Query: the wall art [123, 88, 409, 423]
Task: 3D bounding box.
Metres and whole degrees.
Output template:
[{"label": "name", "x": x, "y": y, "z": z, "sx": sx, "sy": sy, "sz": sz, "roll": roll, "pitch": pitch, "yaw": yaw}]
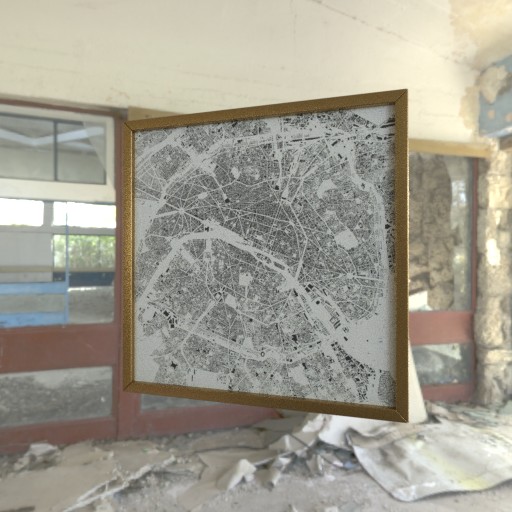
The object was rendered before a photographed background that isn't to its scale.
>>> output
[{"label": "wall art", "x": 0.000, "y": 0.000, "z": 0.468, "sx": 0.305, "sy": 0.305, "sz": 0.037, "roll": 0, "pitch": 0, "yaw": 19}]
